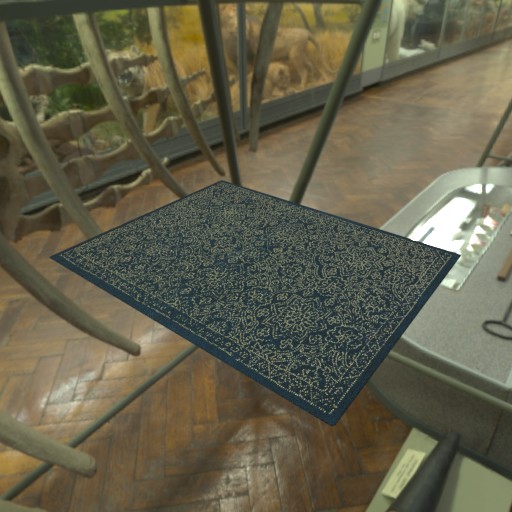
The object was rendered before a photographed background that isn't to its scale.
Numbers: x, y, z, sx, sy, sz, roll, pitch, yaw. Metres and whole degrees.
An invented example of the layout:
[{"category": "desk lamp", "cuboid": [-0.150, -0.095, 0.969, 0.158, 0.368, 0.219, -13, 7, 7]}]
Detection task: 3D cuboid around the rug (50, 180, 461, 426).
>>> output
[{"category": "rug", "cuboid": [0.000, 0.000, 4.186, 3.048, 0.010, 2.438, 22, 38, 32]}]
